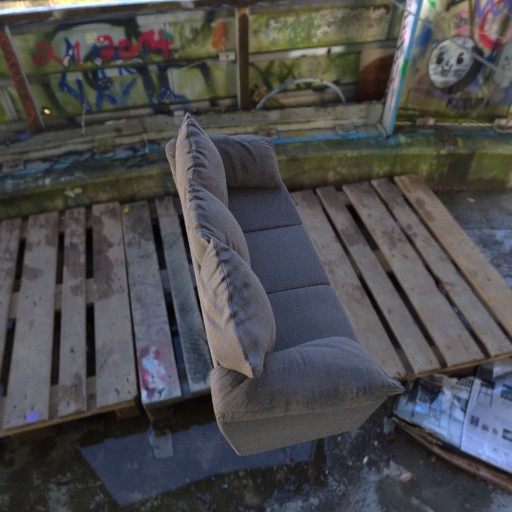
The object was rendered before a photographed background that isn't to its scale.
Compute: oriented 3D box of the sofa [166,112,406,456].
[{"bbox_3d":[0.000,0.000,2.921,0.927,1.043,2.390,-10,46,-9],"label":"sofa"}]
